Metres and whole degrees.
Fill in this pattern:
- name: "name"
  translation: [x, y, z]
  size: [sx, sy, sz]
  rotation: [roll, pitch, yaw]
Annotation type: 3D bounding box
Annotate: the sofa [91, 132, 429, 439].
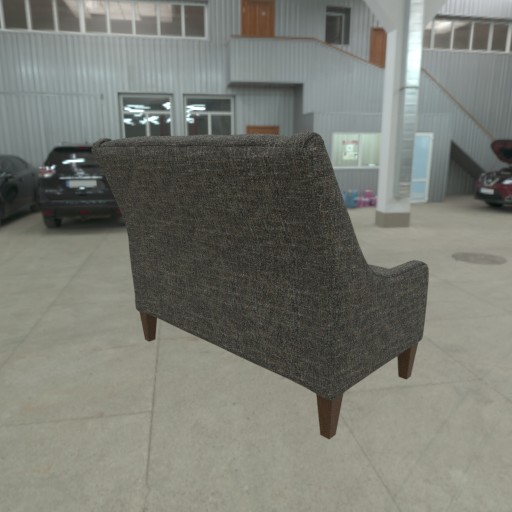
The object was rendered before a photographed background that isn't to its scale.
- name: "sofa"
  translation: [0.000, 0.000, 1.964]
  size: [1.242, 1.021, 0.870]
  rotation: [13, 19, 43]
